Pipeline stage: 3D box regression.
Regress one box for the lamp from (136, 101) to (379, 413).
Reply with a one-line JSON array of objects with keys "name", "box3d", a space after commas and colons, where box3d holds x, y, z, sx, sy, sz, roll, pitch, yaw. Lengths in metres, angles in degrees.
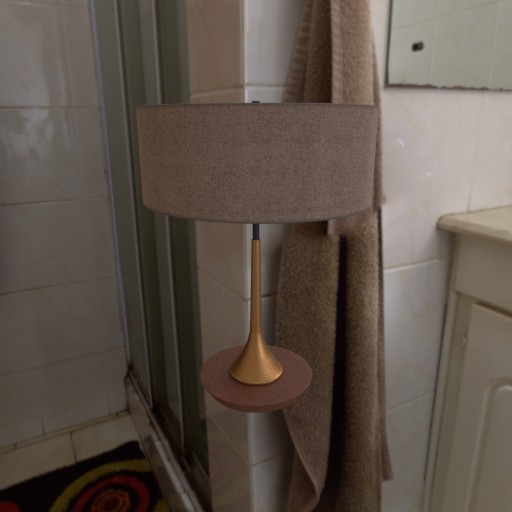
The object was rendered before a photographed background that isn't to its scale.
[{"name": "lamp", "box3d": [0.000, 0.000, 0.834, 0.396, 0.551, 0.417, -8, 19, -25]}]
